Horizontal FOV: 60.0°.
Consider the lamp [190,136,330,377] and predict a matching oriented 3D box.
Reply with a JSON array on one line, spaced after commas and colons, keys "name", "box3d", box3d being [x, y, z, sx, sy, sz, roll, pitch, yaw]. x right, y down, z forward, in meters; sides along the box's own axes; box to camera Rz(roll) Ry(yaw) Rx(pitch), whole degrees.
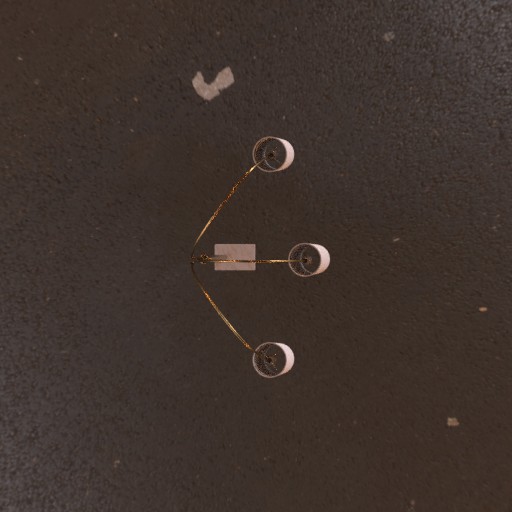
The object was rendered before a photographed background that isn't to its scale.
[{"name": "lamp", "box3d": [0.000, 0.000, 2.529, 0.667, 2.055, 1.020, 0, 90, 0]}]
